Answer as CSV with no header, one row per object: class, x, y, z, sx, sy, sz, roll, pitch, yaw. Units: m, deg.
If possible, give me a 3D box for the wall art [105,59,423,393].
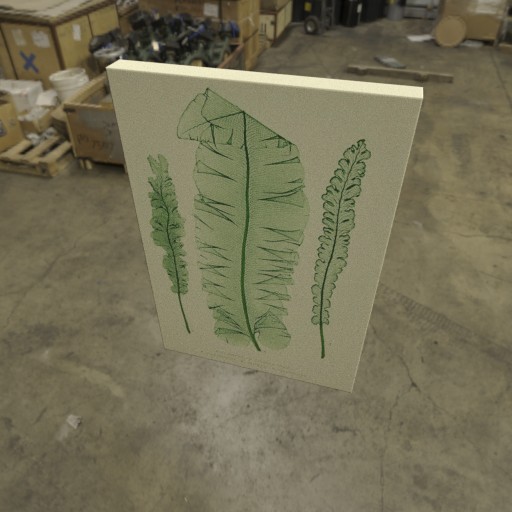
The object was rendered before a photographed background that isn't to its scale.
wall art,0.000,0.000,0.773,0.418,0.608,0.038,10,41,12
